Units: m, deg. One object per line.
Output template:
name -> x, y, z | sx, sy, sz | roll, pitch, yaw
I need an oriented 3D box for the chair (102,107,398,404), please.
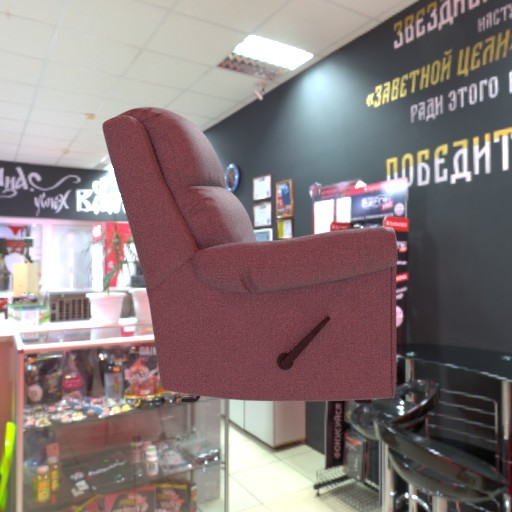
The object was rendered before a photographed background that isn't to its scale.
chair -> 0.000, 0.000, 1.809 | 1.014, 1.054, 0.838 | 0, -1, 1
